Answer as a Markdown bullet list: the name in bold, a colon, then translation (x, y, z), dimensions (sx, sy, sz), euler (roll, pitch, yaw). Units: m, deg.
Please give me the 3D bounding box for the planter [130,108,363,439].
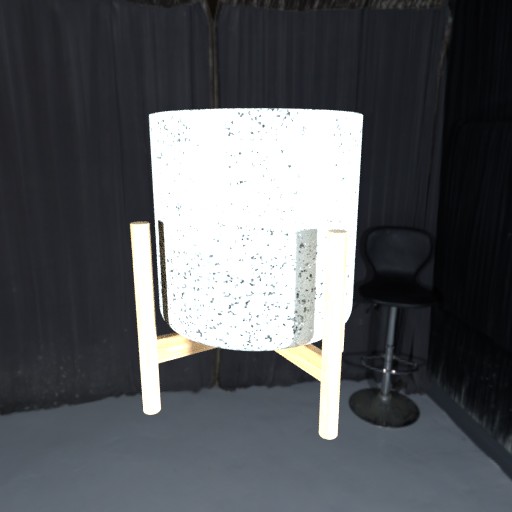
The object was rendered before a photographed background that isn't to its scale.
- **planter**: translation (0.000, 0.000, 0.696), dimensions (0.360, 0.419, 0.360), euler (-2, 14, -10)
